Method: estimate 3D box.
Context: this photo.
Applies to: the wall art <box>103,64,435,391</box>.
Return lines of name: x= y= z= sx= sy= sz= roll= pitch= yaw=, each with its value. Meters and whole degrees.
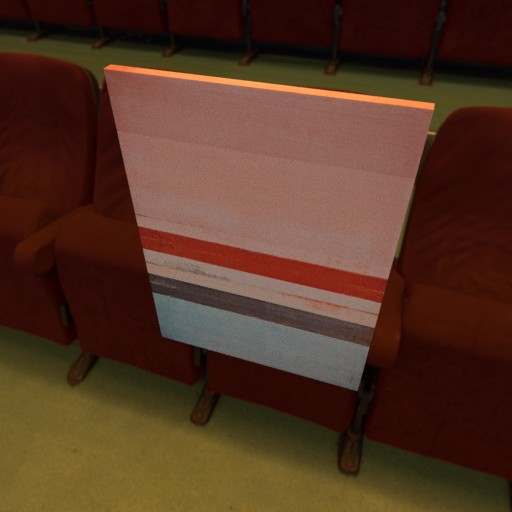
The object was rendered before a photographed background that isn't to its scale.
wall art: x=0.000 y=0.000 z=1.322 sx=0.761 sy=1.016 sz=0.039 roll=12 pitch=43 yaw=14
